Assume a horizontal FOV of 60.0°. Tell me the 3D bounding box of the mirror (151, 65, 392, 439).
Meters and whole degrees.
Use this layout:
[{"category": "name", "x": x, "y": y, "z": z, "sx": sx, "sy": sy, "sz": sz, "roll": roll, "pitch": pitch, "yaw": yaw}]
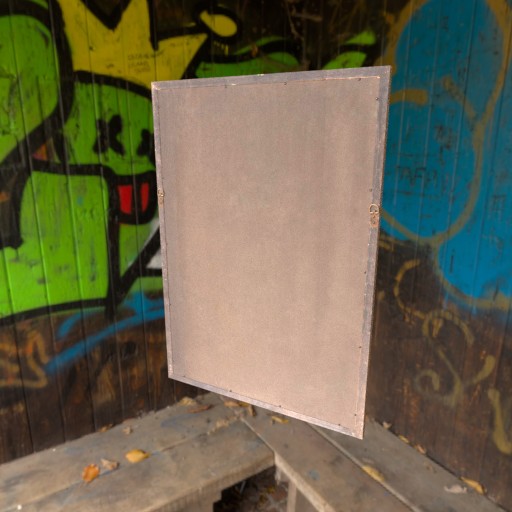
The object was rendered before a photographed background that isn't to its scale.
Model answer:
[{"category": "mirror", "x": 0.000, "y": 0.000, "z": 1.309, "sx": 0.705, "sy": 0.996, "sz": 0.025, "roll": 8, "pitch": 17, "yaw": 27}]
